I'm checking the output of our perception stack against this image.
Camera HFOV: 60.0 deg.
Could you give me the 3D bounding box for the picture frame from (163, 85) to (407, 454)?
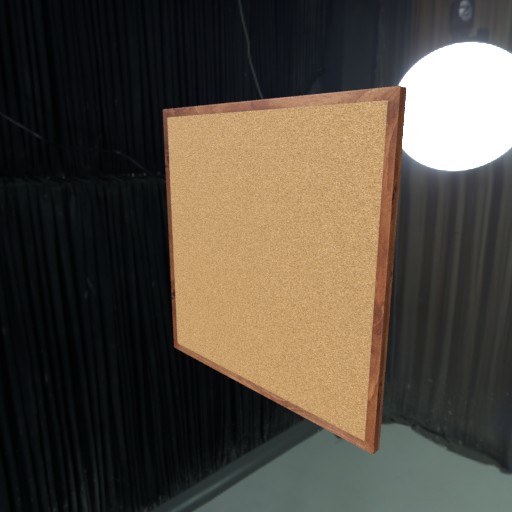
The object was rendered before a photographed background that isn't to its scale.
[{"bbox_3d":[0.000,0.000,1.231,0.029,0.817,0.810,-14,19,-43],"label":"picture frame"}]
